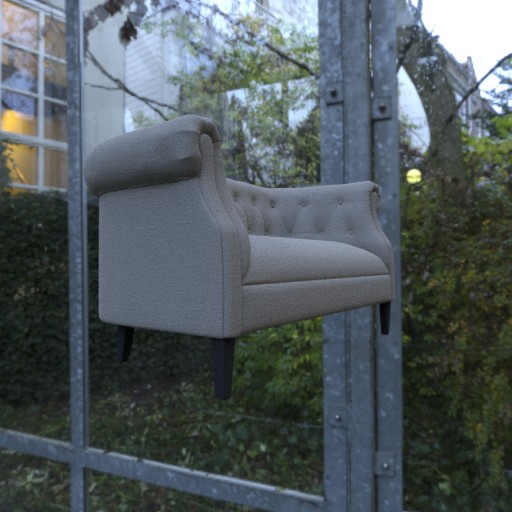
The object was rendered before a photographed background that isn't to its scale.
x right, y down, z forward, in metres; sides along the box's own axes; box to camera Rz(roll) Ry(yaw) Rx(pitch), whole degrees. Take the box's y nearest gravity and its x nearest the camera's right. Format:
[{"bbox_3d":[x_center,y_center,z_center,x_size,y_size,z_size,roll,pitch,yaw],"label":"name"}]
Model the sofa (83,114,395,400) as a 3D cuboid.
[{"bbox_3d":[0.000,0.000,2.025,0.835,0.827,1.558,0,-1,36],"label":"sofa"}]
